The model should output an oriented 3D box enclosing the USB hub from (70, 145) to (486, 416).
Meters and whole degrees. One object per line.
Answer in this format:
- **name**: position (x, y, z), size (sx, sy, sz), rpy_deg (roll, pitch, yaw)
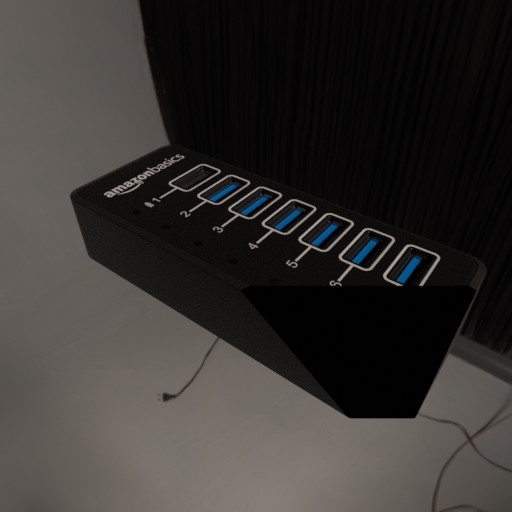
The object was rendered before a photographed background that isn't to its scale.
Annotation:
- **USB hub**: position (0.000, 0.000, 0.126), size (0.110, 0.023, 0.044), rpy_deg (26, 46, 28)
